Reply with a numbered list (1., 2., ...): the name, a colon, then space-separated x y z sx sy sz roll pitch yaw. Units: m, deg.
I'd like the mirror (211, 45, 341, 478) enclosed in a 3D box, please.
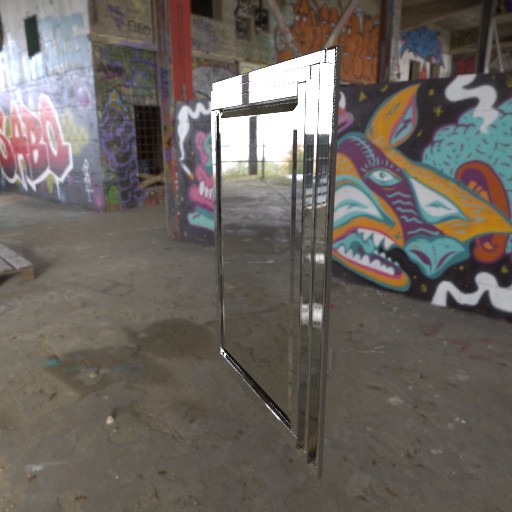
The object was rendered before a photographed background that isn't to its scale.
1. mirror: 0.000 0.000 1.162 0.039 0.914 0.613 -7 16 -25
